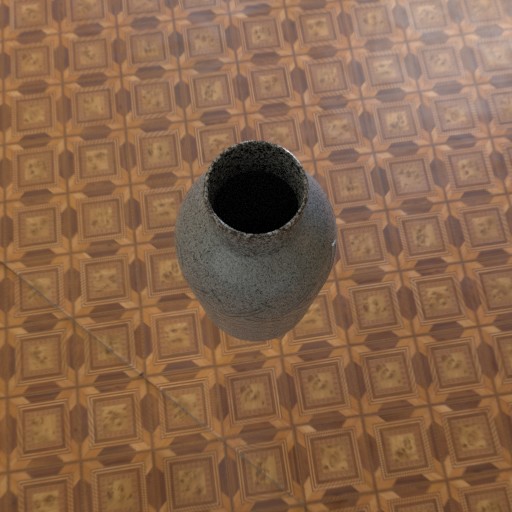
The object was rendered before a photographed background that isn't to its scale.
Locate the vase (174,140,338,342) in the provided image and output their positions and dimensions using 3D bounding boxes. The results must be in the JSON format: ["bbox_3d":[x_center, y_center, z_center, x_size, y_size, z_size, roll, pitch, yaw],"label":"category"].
[{"bbox_3d":[0.000,0.000,0.349,0.122,0.282,0.122,0,77,0],"label":"vase"}]
